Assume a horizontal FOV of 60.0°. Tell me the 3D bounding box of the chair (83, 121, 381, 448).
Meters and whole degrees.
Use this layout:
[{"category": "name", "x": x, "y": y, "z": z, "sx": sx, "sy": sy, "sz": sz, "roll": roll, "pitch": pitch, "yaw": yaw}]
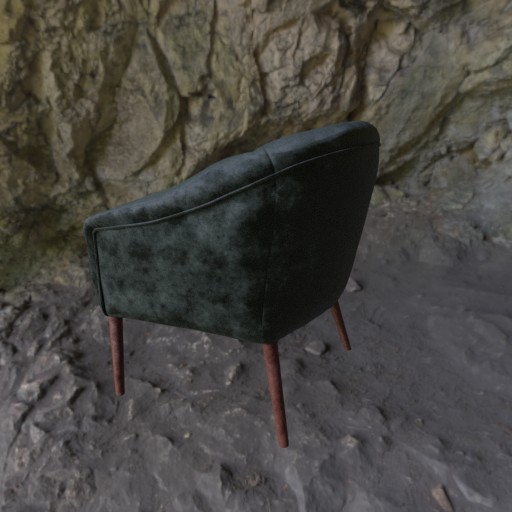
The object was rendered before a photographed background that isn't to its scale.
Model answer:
[{"category": "chair", "x": 0.000, "y": 0.000, "z": 1.524, "sx": 0.776, "sy": 0.885, "sz": 0.851, "roll": 8, "pitch": 18, "yaw": 26}]
